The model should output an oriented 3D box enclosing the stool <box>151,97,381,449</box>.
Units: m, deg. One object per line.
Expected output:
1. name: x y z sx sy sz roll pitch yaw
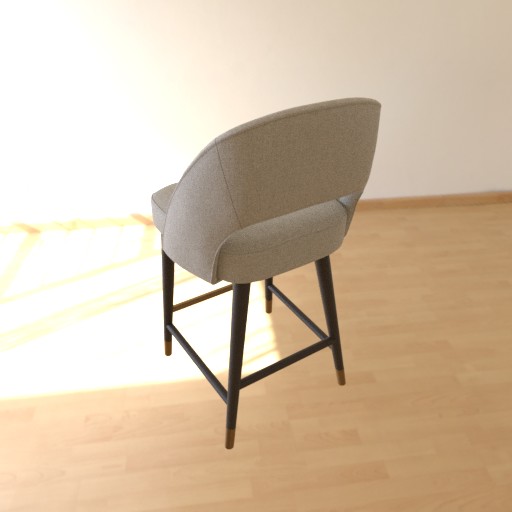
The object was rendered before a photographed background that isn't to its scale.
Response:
1. stool: 0.000 0.000 1.244 0.494 0.940 0.509 -19 37 -27
